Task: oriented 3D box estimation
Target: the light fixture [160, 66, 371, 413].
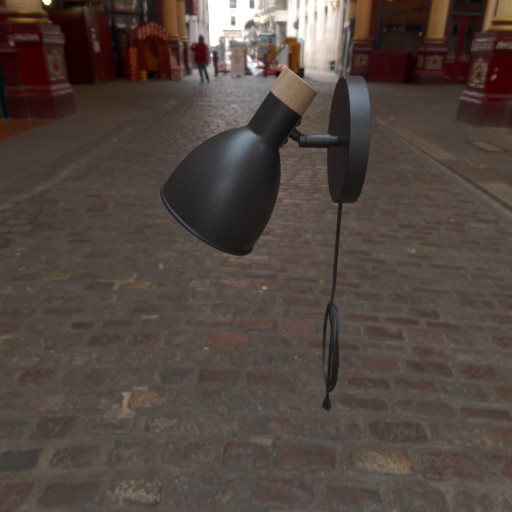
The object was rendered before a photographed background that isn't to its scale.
[{"bbox_3d":[0.000,0.000,0.509,0.203,0.401,0.127,0,25,0],"label":"light fixture"}]
